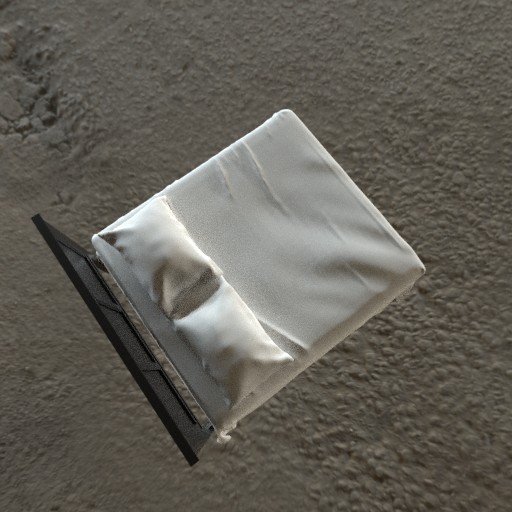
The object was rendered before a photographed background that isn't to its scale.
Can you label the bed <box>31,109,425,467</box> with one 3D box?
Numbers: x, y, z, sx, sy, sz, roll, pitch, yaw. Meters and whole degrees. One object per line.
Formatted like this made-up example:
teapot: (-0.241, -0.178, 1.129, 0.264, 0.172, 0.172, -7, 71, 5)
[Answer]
bed: (0.000, 0.000, 3.164, 2.050, 1.270, 1.870, -36, 78, -9)
